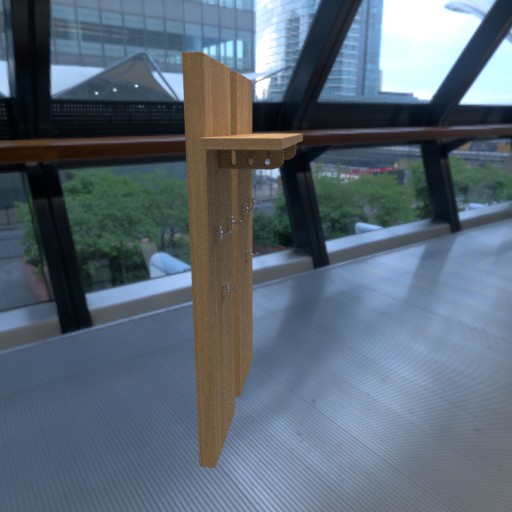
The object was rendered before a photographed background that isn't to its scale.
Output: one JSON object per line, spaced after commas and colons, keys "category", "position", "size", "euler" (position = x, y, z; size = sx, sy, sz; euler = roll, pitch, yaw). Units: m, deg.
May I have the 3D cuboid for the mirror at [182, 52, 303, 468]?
{"category": "mirror", "position": [0.000, 0.000, 1.596], "size": [0.260, 1.250, 0.800], "euler": [3, 16, 9]}
